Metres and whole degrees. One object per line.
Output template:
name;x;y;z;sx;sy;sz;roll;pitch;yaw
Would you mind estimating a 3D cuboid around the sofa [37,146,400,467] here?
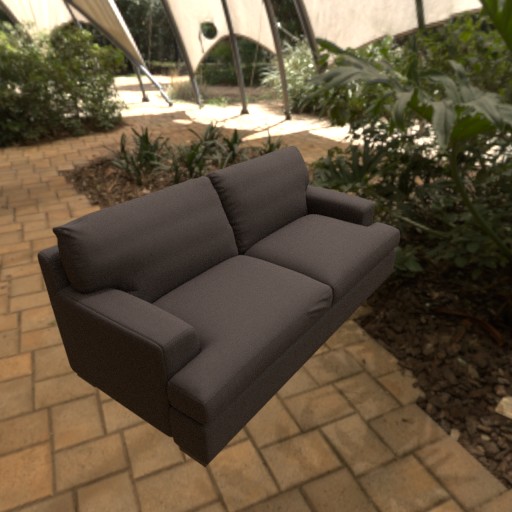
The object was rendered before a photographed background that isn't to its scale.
sofa;0.000;0.000;2.837;1.140;0.950;2.271;18;32;32
